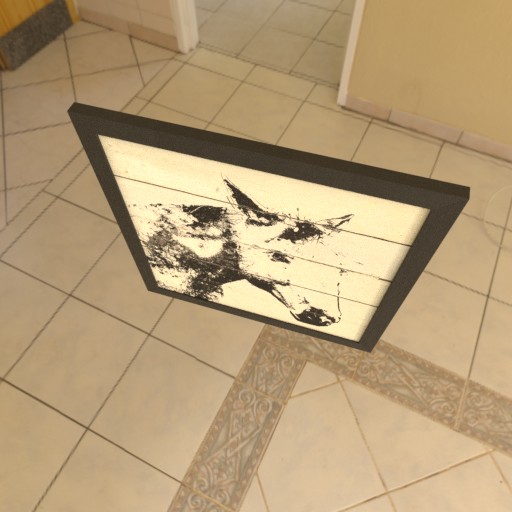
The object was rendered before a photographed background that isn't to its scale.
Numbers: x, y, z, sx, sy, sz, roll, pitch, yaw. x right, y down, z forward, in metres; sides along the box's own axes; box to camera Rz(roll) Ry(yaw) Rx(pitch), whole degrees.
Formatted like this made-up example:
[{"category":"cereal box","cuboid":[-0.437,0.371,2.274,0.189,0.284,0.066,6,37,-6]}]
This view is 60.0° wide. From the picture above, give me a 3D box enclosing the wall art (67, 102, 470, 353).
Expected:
[{"category":"wall art","cuboid":[0.000,0.000,1.516,1.016,1.016,0.038,14,59,9]}]
